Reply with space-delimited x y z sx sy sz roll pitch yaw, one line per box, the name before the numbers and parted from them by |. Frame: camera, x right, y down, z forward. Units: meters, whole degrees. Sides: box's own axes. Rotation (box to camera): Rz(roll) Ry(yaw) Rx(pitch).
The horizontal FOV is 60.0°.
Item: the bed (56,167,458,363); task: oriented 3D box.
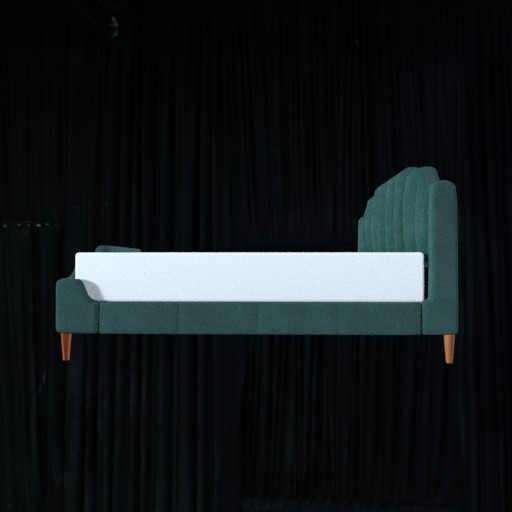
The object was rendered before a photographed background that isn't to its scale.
bed | 0.000 0.000 3.563 2.340 1.245 2.074 0 -1 2
